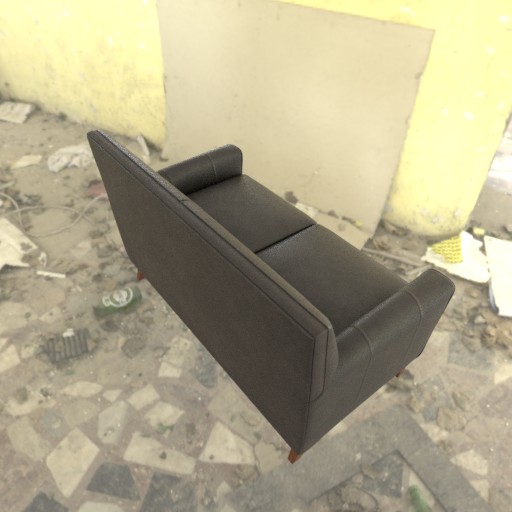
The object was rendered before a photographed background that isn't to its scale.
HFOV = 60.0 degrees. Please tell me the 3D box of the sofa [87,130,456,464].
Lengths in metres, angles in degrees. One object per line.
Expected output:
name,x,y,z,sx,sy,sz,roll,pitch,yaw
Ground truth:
sofa,0.000,0.000,1.992,0.787,0.871,1.473,-27,47,-28
